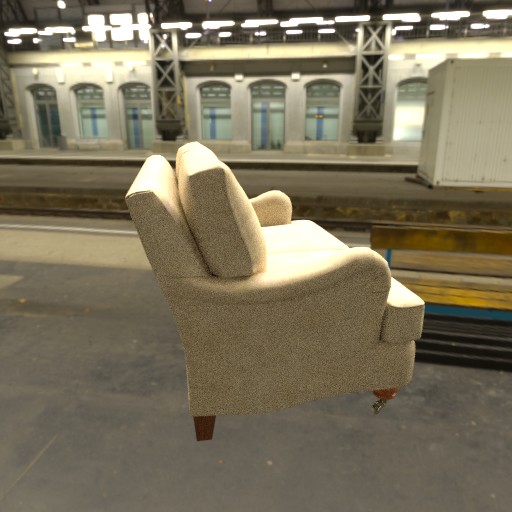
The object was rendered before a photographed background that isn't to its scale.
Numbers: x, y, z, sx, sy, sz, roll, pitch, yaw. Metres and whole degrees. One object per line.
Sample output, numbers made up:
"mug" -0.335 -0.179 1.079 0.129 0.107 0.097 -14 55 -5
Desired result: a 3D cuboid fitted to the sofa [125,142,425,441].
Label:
"sofa" 0.000 0.000 2.249 1.086 1.087 1.498 -3 17 -10
